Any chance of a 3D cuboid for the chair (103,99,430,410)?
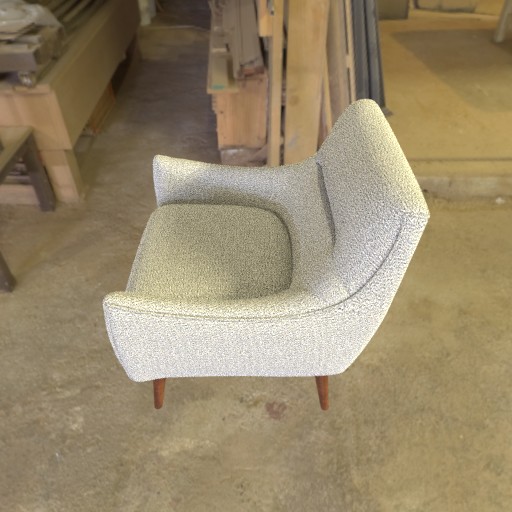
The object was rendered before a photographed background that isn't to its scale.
[{"bbox_3d":[0.000,0.000,1.435,0.787,0.838,0.762,0,41,0],"label":"chair"}]
